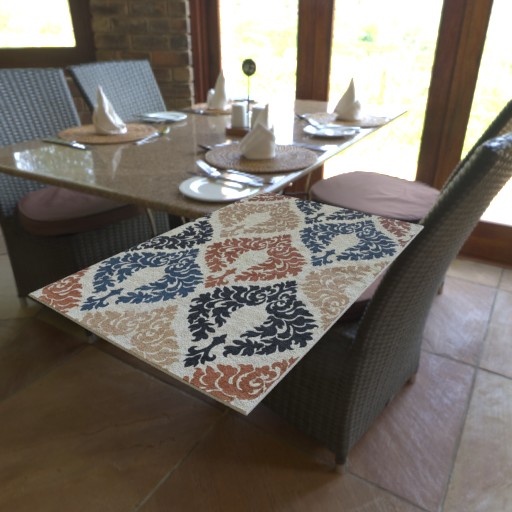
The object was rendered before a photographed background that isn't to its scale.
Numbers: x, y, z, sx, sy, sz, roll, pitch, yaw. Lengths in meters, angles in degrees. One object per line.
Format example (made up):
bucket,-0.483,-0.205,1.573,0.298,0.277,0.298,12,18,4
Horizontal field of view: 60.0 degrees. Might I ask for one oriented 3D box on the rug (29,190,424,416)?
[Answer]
rug,0.000,0.000,2.901,1.514,0.014,2.275,17,31,31
